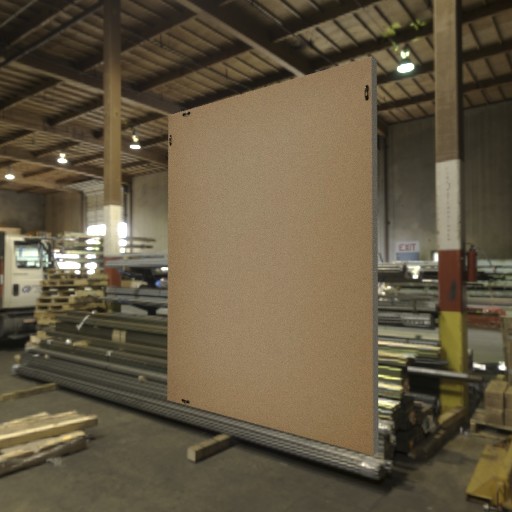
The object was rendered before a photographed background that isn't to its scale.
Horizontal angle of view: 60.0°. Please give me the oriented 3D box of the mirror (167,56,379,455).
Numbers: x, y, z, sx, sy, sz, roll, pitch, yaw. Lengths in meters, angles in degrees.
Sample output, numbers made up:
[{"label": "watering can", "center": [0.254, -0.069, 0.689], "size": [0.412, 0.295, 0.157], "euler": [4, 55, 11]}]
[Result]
[{"label": "mirror", "center": [0.000, 0.000, 1.367], "size": [0.762, 1.016, 0.040], "euler": [-1, -1, 37]}]
